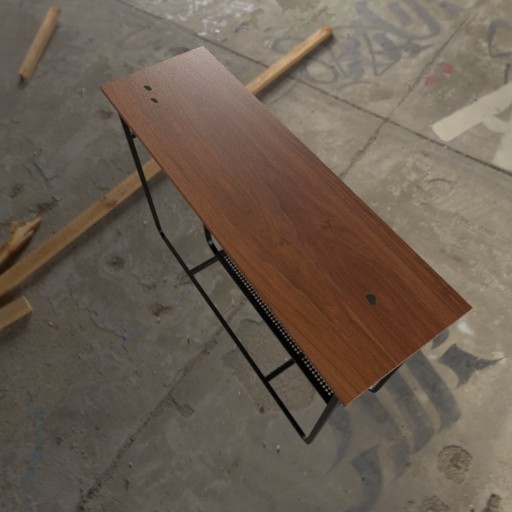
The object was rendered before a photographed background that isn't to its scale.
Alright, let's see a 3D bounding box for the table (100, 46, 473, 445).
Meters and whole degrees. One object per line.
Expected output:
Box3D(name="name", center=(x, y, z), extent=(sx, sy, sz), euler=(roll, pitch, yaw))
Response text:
Box3D(name="table", center=(0.000, 0.000, 1.435), extent=(0.350, 0.750, 1.100), euler=(-31, 64, -17))
